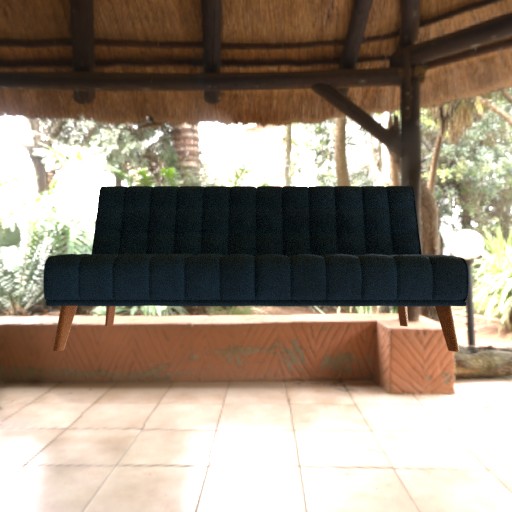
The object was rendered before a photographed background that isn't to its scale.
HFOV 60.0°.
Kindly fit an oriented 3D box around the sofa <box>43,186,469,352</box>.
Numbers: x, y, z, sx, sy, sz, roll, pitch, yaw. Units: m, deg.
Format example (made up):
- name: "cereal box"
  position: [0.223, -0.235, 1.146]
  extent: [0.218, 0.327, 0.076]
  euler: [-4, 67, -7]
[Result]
- name: "sofa"
  position: [0.000, 0.000, 2.298]
  extent: [1.804, 0.813, 0.855]
  euler: [0, 0, 0]
